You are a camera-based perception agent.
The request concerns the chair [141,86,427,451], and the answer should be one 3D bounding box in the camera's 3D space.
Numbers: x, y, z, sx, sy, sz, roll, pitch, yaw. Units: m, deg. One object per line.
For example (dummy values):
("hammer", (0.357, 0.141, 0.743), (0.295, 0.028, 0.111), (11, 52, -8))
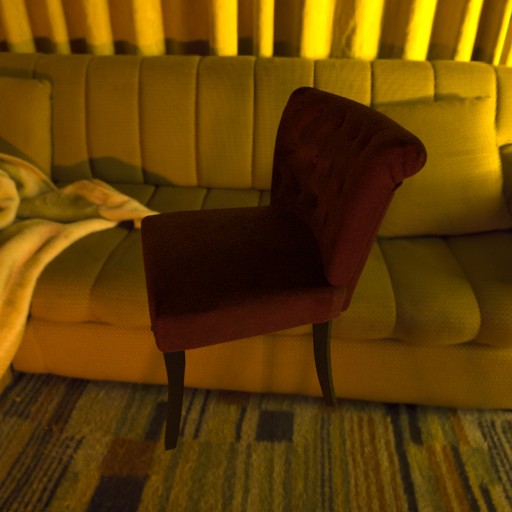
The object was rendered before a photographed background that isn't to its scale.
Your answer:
("chair", (0.000, 0.000, 1.178), (0.605, 0.750, 0.582), (-8, 32, -13))
